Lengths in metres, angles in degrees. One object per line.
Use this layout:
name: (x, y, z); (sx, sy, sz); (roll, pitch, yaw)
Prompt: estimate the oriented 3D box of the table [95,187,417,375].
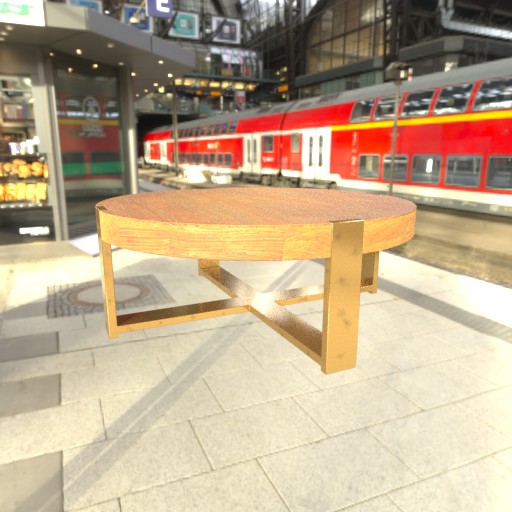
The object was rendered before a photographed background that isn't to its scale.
table: (0.000, 0.000, 1.664); (1.100, 0.420, 1.100); (0, 13, 0)
